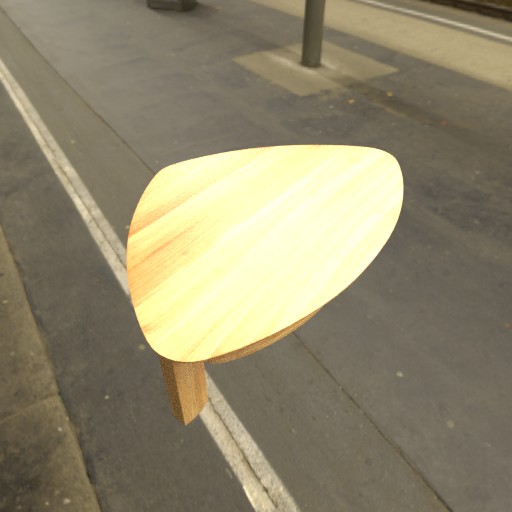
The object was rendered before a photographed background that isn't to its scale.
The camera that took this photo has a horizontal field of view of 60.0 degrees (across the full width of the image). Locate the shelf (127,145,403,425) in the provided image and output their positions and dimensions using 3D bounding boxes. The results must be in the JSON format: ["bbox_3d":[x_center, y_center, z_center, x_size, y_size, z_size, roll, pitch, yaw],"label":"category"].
[{"bbox_3d":[0.000,0.000,1.632,0.863,0.439,1.240,25,47,26],"label":"shelf"}]
